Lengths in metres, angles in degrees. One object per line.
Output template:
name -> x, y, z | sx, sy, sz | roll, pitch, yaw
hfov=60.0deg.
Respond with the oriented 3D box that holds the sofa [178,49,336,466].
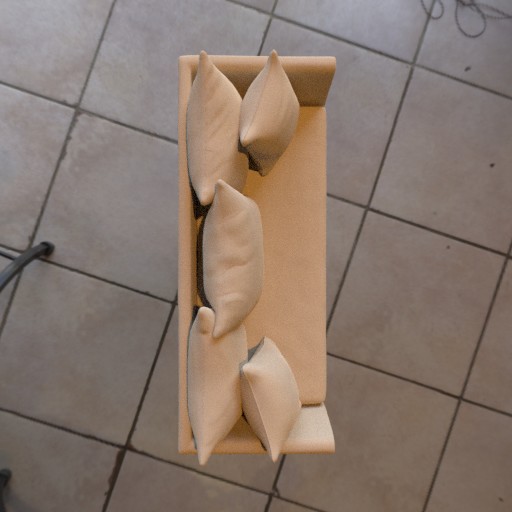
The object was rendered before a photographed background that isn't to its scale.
sofa -> 0.000, 0.000, 2.982 | 1.046, 1.047, 2.499 | 0, 91, -1
